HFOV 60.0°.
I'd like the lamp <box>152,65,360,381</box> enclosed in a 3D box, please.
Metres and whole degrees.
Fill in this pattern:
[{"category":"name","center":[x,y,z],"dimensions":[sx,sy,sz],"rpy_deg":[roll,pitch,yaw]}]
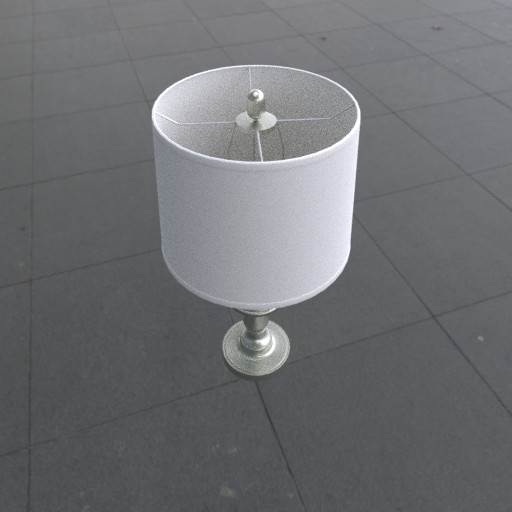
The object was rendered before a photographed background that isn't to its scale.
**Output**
[{"category":"lamp","center":[0.000,0.000,0.952],"dimensions":[0.383,0.733,0.383],"rpy_deg":[0,45,0]}]
